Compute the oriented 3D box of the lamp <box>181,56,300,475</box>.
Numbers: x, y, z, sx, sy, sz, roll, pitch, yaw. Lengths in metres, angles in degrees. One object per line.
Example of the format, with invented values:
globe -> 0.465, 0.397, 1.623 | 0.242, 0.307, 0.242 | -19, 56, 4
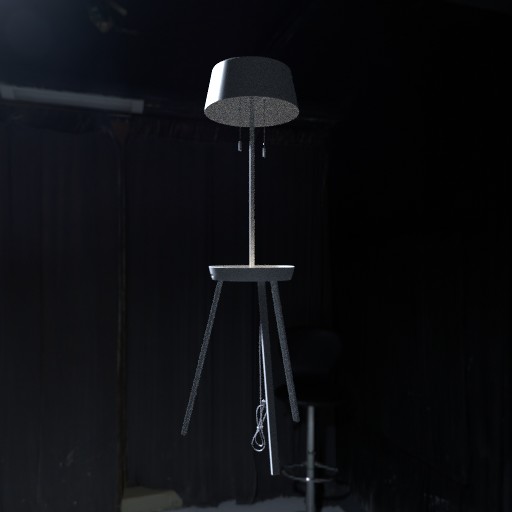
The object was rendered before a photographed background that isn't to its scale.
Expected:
lamp -> 0.000, 0.000, 1.664 | 0.508, 1.429, 0.468 | 0, 0, -17
